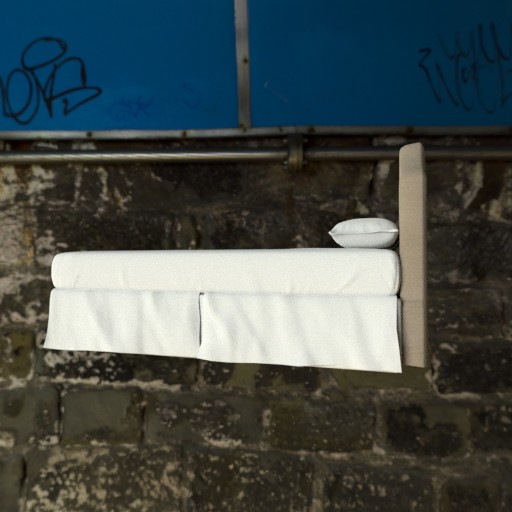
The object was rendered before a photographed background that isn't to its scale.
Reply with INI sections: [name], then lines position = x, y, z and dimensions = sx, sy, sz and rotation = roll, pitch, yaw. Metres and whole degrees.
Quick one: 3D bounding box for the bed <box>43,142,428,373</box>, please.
[bed]
position = 0.000, 0.000, 3.583
dimensions = 2.498, 1.293, 1.977
rotation = 0, -1, 18
